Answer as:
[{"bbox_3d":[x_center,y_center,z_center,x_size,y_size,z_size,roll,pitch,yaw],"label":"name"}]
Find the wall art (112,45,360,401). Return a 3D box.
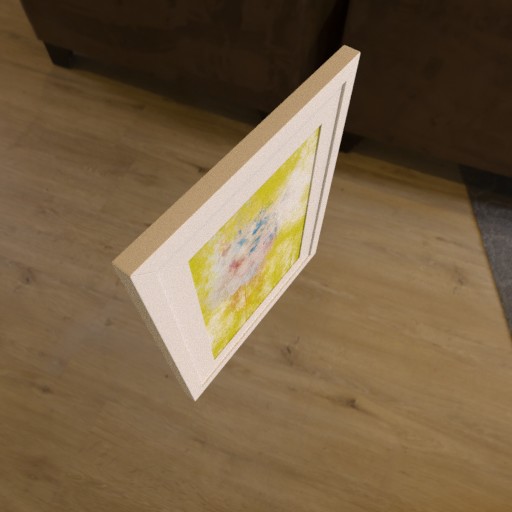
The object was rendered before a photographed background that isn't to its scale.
[{"bbox_3d":[0.000,0.000,0.779,0.028,0.556,0.454,33,65,18],"label":"wall art"}]
